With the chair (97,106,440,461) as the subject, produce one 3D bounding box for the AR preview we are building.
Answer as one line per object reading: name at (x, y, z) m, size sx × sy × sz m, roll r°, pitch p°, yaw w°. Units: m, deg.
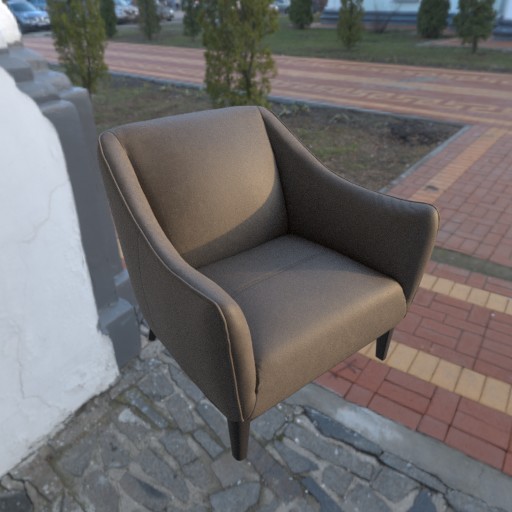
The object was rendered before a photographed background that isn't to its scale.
chair at (0.000, 0.000, 1.540) m, size 0.871 × 0.830 × 0.852 m, roll -22°, pitch 37°, yaw -33°
